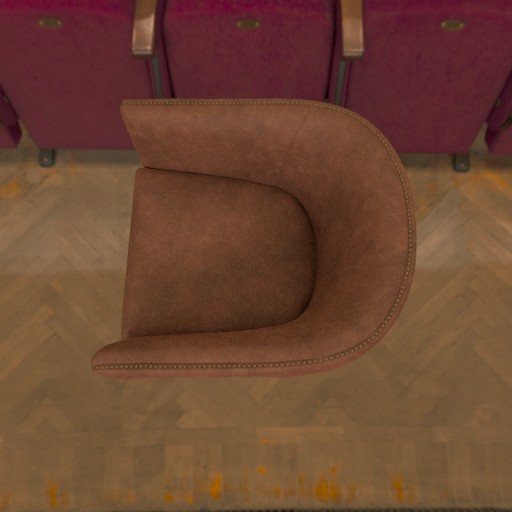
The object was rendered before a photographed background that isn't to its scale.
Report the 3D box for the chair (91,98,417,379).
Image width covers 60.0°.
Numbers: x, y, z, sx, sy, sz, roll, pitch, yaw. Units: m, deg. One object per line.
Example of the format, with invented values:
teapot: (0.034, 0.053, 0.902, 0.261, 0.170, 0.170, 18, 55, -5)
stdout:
chair: (0.000, 0.000, 1.561, 0.870, 0.790, 0.850, 1, 75, 0)
